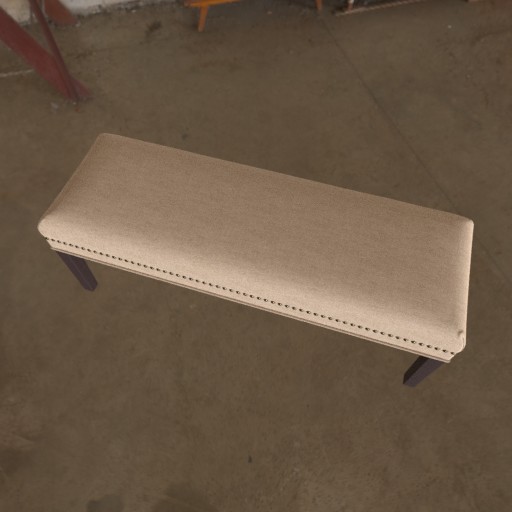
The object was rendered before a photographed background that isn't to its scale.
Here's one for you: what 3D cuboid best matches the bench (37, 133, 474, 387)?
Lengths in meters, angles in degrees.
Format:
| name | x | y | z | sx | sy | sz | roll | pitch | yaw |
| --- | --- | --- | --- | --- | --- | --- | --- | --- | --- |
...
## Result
| name | x | y | z | sx | sy | sz | roll | pitch | yaw |
| --- | --- | --- | --- | --- | --- | --- | --- | --- | --- |
| bench | 0.000 | 0.000 | 1.441 | 1.219 | 0.457 | 0.410 | 15 | 59 | 9 |
